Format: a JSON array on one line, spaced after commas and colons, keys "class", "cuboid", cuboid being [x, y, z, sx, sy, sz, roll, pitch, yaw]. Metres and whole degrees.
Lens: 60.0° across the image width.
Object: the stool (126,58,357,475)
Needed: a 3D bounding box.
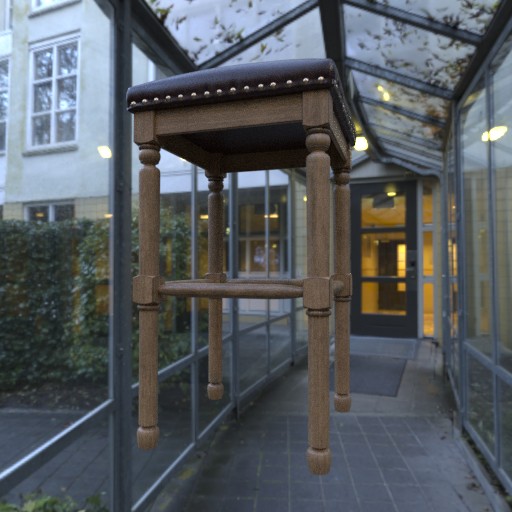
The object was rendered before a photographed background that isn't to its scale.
[{"class": "stool", "cuboid": [0.000, 0.000, 0.922, 0.383, 0.702, 0.382, 0, -1, 18]}]
